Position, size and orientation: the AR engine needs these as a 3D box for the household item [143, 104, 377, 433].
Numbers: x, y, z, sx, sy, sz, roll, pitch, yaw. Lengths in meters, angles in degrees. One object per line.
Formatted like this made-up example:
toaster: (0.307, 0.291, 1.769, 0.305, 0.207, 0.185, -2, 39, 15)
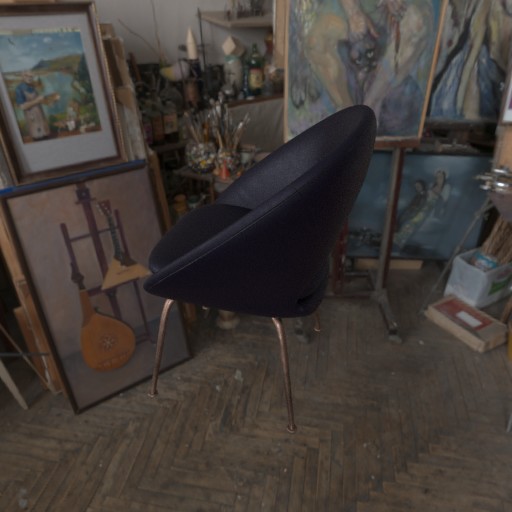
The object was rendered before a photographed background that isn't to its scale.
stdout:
household item: (0.000, 0.000, 1.287, 0.573, 0.852, 0.623, 9, 34, 14)
